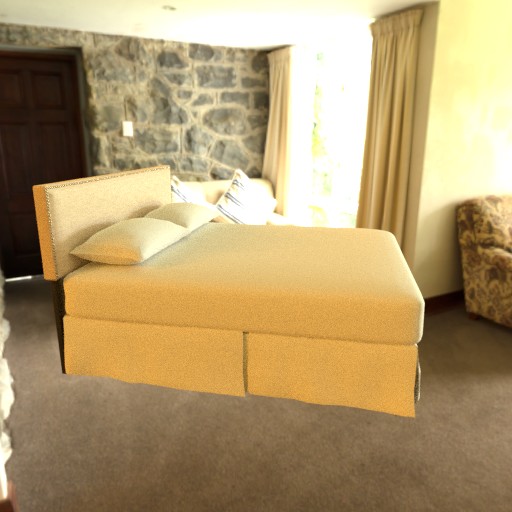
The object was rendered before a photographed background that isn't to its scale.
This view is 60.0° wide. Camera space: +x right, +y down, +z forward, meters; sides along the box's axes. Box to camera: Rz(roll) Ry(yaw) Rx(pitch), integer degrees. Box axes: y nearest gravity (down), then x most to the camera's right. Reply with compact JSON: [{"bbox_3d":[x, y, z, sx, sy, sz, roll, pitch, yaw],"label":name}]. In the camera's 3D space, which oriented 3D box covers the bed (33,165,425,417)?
[{"bbox_3d":[0.000,0.000,2.820,1.876,1.016,1.616,3,15,11],"label":"bed"}]
